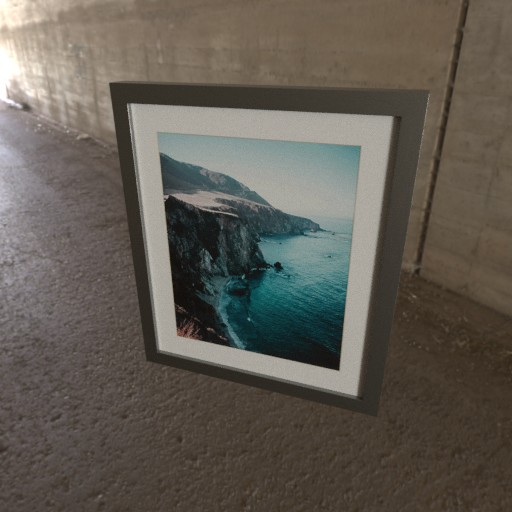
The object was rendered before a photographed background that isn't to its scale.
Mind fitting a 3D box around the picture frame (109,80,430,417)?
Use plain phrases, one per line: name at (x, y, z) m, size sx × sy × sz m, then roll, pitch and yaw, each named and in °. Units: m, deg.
picture frame at (0.000, 0.000, 1.346) m, size 0.839 × 0.968 × 0.073 m, roll 9°, pitch 27°, yaw 17°
